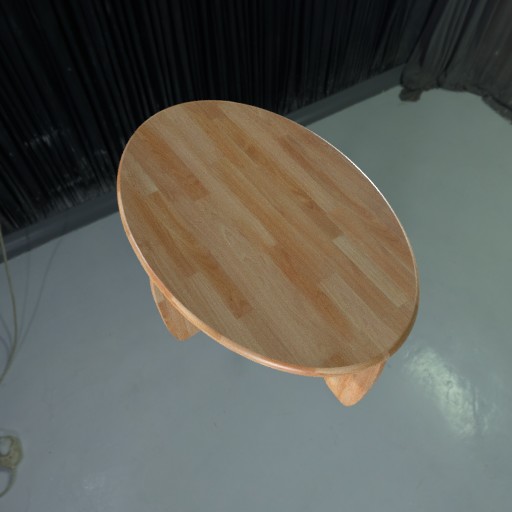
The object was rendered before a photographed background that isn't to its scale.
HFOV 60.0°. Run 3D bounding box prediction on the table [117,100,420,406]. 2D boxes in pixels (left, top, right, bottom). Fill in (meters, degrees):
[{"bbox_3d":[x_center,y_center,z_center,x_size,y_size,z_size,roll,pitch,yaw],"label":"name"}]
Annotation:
[{"bbox_3d":[0.000,0.000,1.412,0.690,0.490,1.040,-31,62,-18],"label":"table"}]
